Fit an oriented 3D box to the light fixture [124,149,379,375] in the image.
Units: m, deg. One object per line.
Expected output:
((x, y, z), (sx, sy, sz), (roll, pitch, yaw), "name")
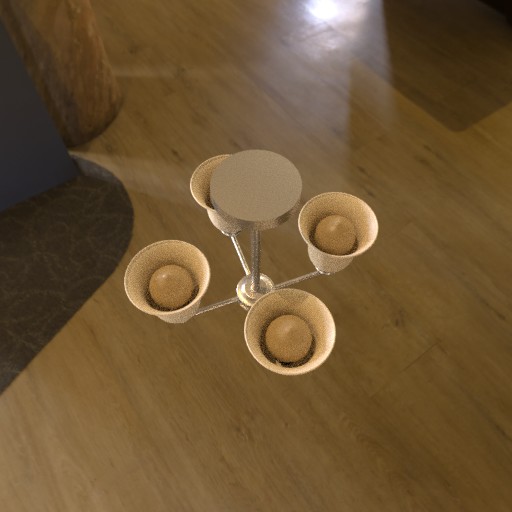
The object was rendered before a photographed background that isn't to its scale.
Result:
((0.000, 0.000, 0.737), (0.427, 0.370, 0.427), (-17, 61, -10), "light fixture")
